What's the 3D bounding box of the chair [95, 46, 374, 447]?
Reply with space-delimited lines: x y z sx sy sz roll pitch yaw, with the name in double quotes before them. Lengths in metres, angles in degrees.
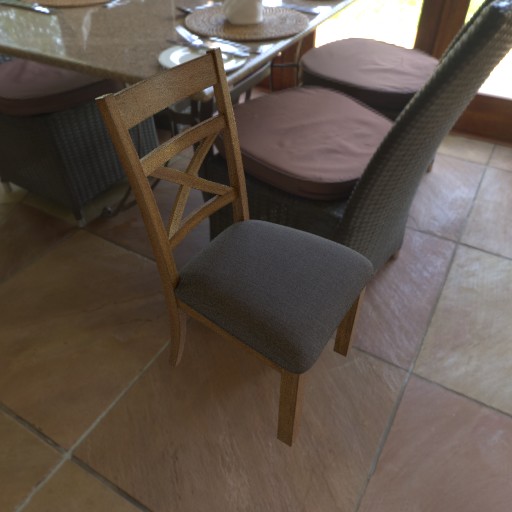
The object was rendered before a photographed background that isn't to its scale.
"chair" 0.000 0.000 1.268 0.581 0.949 0.470 24 47 24
